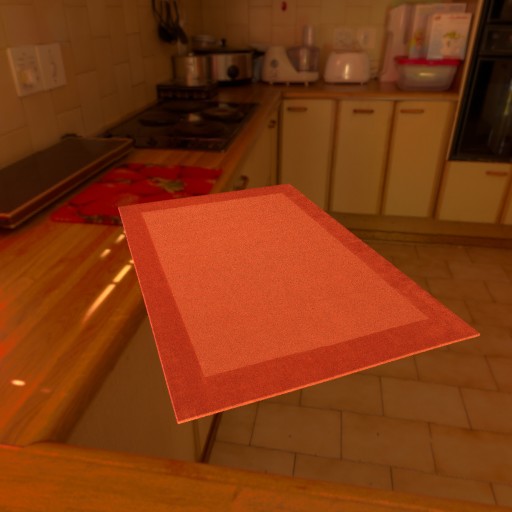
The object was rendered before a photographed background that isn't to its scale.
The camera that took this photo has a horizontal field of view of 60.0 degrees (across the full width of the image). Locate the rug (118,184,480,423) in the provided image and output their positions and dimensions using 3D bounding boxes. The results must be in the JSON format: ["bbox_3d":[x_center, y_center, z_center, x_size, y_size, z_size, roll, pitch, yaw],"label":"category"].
[{"bbox_3d":[0.000,0.000,2.323,1.219,0.014,1.829,-11,31,-18],"label":"rug"}]
